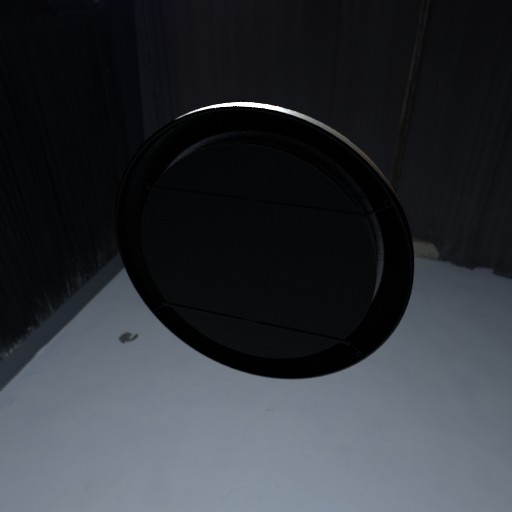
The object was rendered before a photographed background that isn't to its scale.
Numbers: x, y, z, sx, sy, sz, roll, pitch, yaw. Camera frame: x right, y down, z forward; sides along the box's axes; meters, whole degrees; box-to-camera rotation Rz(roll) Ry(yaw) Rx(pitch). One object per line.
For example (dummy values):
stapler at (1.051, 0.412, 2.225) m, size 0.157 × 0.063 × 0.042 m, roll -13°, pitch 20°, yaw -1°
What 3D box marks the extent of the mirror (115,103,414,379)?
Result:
mirror at (0.000, 0.000, 1.347) m, size 0.907 × 0.907 × 0.111 m, roll 10°, pitch 33°, yaw 15°
